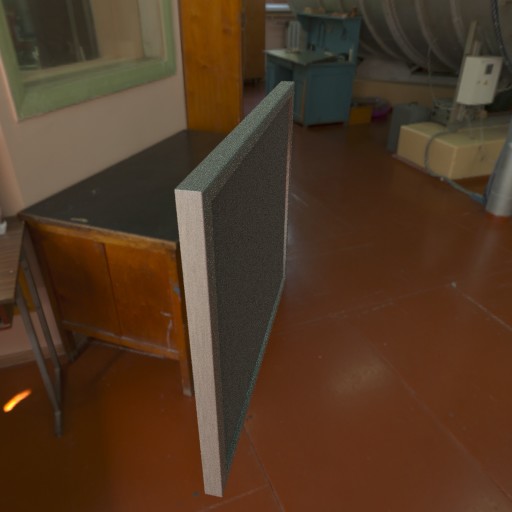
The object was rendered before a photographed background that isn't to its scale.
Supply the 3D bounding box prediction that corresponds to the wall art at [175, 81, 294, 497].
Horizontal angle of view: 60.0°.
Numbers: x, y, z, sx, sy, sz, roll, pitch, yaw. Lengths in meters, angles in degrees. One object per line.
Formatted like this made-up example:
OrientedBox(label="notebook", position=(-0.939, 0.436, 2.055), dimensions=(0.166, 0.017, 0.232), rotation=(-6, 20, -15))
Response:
OrientedBox(label="wall art", position=(0.000, 0.000, 0.735), dimensions=(0.028, 0.457, 0.556), rotation=(6, 31, 11))
